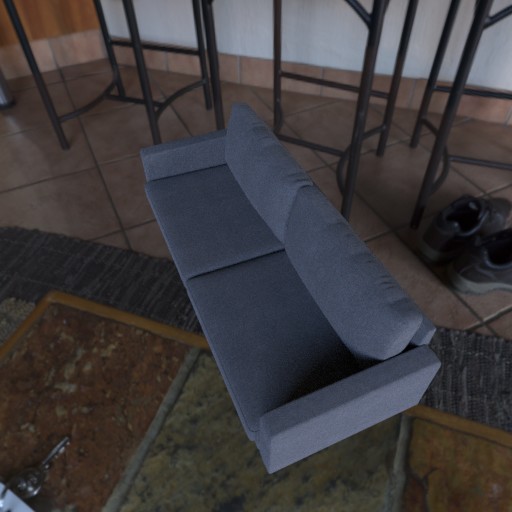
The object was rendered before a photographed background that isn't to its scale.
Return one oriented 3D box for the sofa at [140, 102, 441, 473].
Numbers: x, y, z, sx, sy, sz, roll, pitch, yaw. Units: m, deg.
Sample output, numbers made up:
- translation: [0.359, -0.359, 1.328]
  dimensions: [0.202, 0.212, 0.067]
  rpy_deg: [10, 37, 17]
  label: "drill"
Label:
- translation: [0.000, 0.000, 2.588]
  dimensions: [0.880, 0.880, 2.100]
  rpy_deg: [-18, 50, -16]
  label: "sofa"
